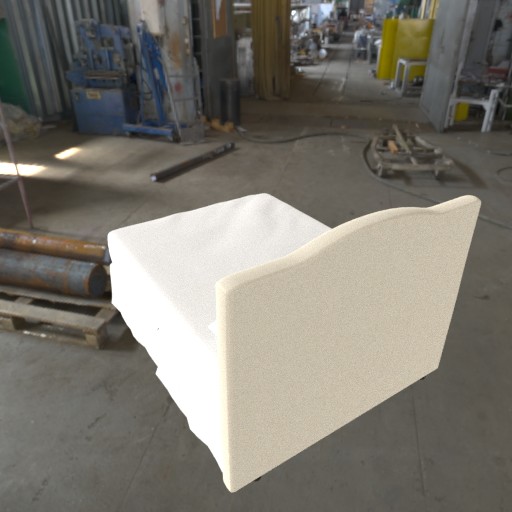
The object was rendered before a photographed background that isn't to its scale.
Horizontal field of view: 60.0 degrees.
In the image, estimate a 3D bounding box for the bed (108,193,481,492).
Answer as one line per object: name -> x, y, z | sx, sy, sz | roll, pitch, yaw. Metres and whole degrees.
bed -> 0.000, 0.000, 3.222 | 1.741, 1.449, 2.196 | -18, 34, -28
